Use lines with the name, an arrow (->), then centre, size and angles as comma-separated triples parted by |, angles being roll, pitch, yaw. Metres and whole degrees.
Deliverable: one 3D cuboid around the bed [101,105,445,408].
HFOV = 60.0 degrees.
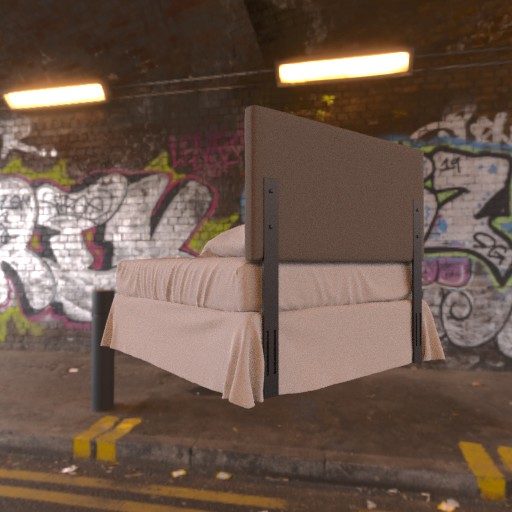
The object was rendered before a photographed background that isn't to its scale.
bed -> 0.000, 0.000, 3.634 | 1.936, 1.577, 2.222 | 1, -1, -38
